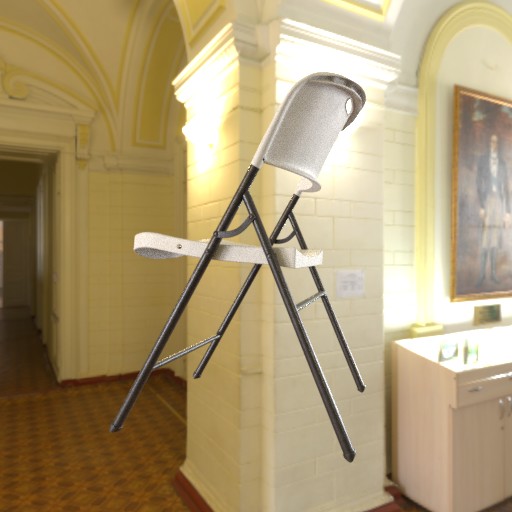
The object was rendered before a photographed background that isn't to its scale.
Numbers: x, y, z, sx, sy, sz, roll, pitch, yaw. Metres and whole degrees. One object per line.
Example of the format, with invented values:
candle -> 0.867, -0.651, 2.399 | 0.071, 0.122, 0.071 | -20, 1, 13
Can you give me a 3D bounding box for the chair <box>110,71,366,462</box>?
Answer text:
chair -> 0.000, 0.000, 1.174 | 0.566, 0.810, 0.494 | 0, 0, 16
